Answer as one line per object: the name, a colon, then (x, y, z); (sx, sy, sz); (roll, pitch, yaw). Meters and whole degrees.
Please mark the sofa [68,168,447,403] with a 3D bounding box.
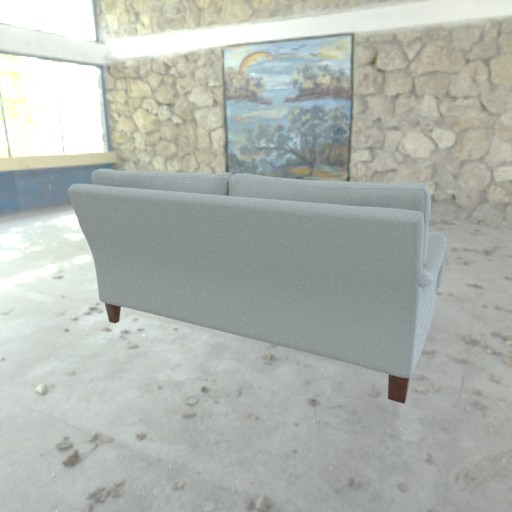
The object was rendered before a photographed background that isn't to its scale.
sofa: (0.000, 0.000, 2.840); (2.193, 1.096, 1.069); (9, 18, 28)
